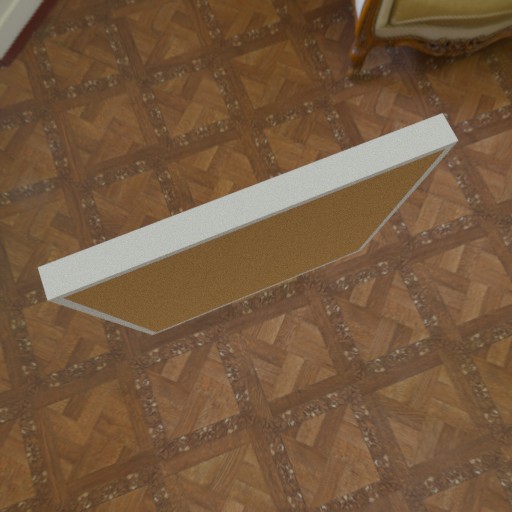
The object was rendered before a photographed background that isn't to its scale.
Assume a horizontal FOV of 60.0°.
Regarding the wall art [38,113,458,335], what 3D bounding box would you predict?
[{"bbox_3d":[0.000,0.000,0.454,0.304,0.304,0.024,-22,77,-5],"label":"wall art"}]
